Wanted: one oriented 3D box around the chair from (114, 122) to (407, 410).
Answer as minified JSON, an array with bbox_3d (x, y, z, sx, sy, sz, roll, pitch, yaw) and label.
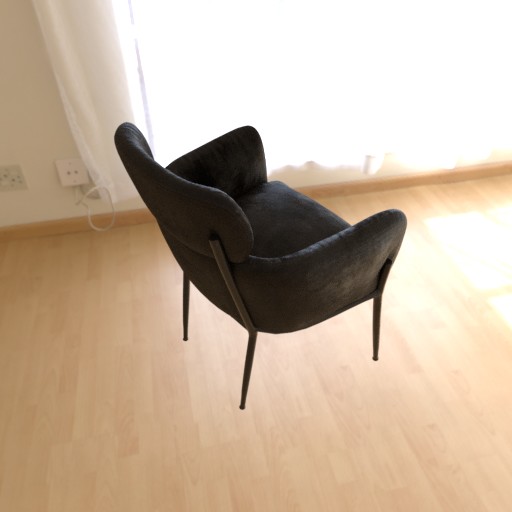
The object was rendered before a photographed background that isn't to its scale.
[{"bbox_3d":[0.000,0.000,1.276,0.604,0.818,0.640,-27,48,-28],"label":"chair"}]
